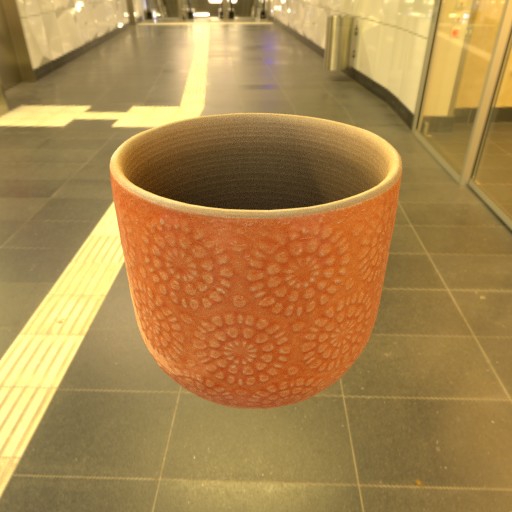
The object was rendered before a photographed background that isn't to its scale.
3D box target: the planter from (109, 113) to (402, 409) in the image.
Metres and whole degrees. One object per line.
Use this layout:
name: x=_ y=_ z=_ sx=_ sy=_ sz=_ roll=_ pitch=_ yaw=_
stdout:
planter: x=0.000 y=0.000 z=0.292 sx=0.170 sy=0.152 sz=0.170 roll=0 pitch=32 yaw=0
